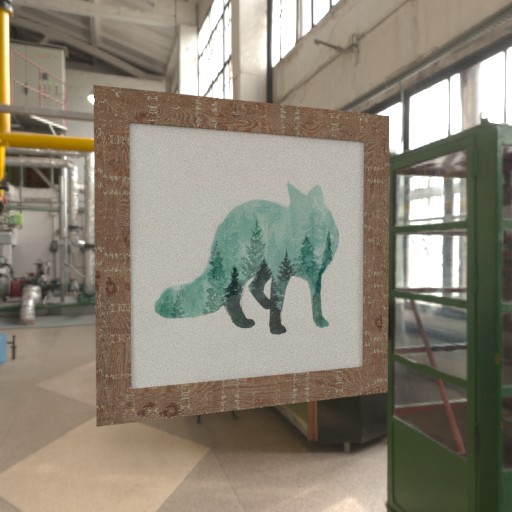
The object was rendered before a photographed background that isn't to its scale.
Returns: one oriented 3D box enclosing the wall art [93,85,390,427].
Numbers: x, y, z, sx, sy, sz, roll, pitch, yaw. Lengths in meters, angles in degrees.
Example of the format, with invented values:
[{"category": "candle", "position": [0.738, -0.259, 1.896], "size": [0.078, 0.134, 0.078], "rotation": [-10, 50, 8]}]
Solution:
[{"category": "wall art", "position": [0.000, 0.000, 0.562], "size": [0.384, 0.384, 0.012], "rotation": [0, 1, -18]}]
